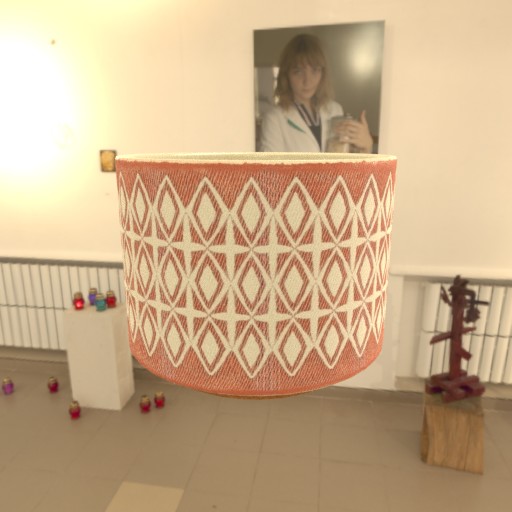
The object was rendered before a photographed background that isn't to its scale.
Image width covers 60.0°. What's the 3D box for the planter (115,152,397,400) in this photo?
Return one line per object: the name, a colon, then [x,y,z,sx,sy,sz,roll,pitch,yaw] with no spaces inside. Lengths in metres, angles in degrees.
planter: [0.000,0.000,0.333,0.192,0.148,0.192,0,14,0]
